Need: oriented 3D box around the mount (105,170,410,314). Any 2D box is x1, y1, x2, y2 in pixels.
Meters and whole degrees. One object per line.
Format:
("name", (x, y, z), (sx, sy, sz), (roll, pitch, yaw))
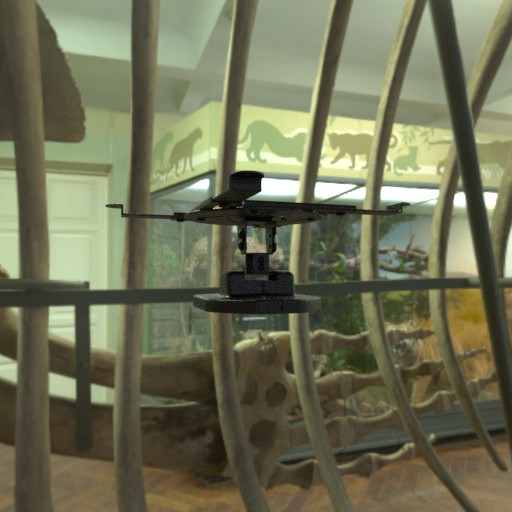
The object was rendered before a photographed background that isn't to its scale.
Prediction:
("mount", (0.000, 0.000, 0.609), (0.394, 0.141, 0.394), (1, -2, -19))
